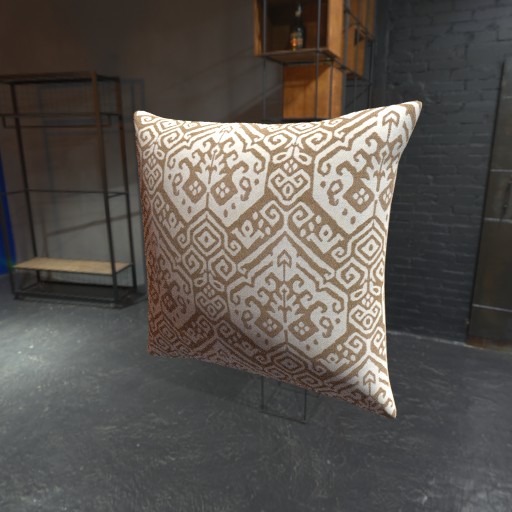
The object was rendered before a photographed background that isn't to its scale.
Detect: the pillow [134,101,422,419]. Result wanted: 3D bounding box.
[{"bbox_3d":[0.000,0.000,0.636,0.419,0.407,0.173,7,16,25],"label":"pillow"}]
